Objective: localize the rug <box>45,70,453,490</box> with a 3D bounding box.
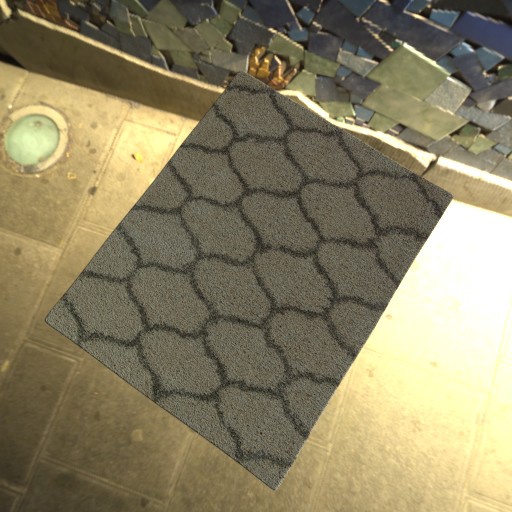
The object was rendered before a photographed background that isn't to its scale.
[{"bbox_3d":[0.000,0.000,3.950,2.399,0.026,3.000,33,78,8],"label":"rug"}]
